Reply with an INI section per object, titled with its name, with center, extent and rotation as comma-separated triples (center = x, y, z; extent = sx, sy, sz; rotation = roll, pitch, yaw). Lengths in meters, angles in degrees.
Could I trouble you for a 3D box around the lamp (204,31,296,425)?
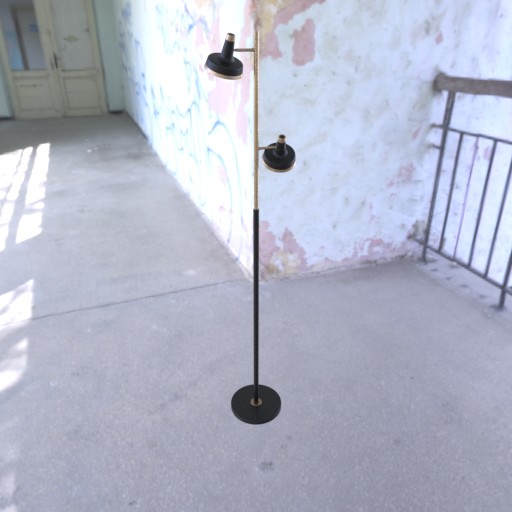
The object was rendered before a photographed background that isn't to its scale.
[lamp]
center = 0.000, 0.000, 1.850
extent = 0.351, 1.674, 0.253
rotation = -9, 28, -17
